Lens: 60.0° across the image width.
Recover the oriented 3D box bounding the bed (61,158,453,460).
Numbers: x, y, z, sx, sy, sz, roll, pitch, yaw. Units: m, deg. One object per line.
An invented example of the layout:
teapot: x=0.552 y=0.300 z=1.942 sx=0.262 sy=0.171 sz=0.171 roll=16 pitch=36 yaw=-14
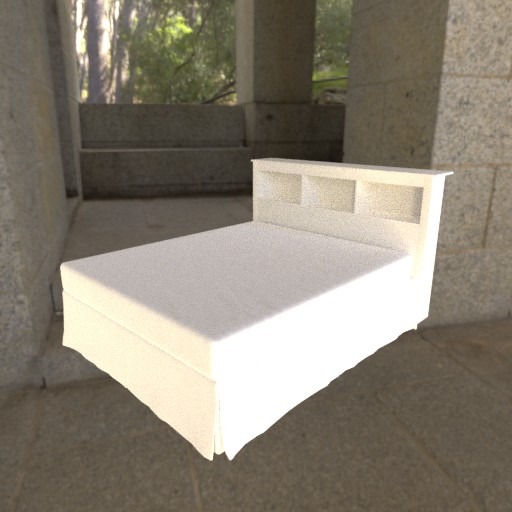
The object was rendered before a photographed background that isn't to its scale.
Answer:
bed: x=0.000 y=0.000 z=3.004 sx=1.671 sy=1.092 sz=2.133 roll=16 pitch=23 yaw=42
